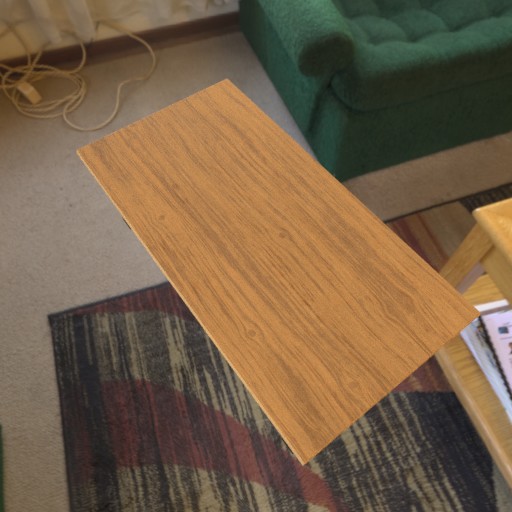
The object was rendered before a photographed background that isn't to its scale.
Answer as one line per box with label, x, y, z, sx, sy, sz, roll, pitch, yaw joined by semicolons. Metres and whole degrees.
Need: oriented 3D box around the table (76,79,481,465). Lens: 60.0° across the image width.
table;0.000;0.000;1.678;0.693;0.445;1.331;-33;65;-18
